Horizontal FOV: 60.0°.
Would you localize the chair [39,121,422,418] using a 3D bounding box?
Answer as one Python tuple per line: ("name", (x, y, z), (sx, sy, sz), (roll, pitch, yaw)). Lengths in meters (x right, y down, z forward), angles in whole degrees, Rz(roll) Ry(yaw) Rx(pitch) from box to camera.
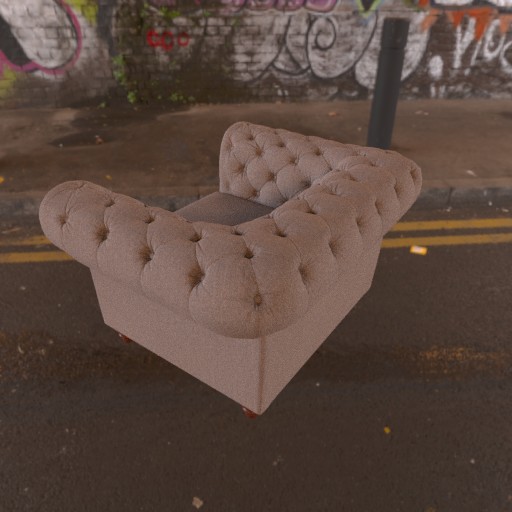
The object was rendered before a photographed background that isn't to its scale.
("chair", (0.000, 0.000, 1.851), (0.976, 0.770, 1.270), (21, 37, 30))
